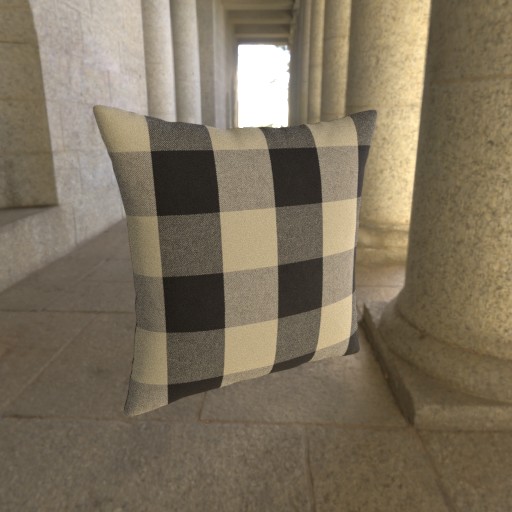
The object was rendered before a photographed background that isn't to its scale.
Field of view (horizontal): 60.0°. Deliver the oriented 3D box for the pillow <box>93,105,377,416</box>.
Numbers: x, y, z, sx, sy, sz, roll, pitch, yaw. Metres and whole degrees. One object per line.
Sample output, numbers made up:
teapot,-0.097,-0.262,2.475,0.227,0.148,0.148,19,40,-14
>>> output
pillow,0.000,0.000,0.801,0.511,0.509,0.161,-8,18,-26
